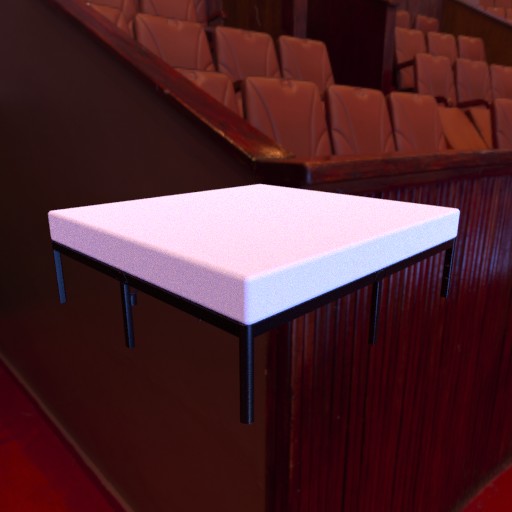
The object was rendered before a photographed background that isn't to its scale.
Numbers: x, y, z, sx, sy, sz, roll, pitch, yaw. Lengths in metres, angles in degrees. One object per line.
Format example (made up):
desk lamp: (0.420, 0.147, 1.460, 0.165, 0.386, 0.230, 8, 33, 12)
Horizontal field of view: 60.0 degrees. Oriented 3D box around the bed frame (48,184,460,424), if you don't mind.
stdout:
bed frame: (0.000, 0.000, 3.125, 1.963, 0.659, 2.079, 16, 23, 43)
